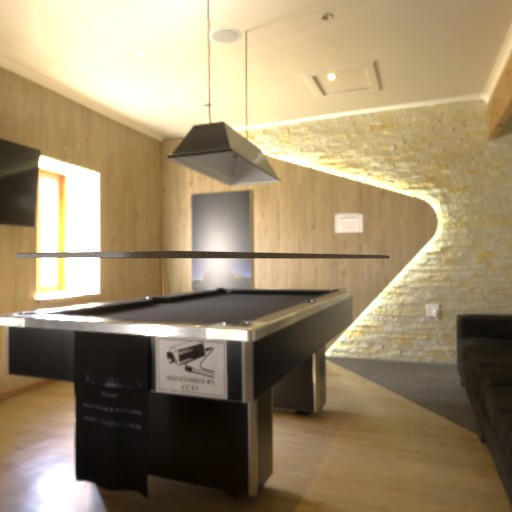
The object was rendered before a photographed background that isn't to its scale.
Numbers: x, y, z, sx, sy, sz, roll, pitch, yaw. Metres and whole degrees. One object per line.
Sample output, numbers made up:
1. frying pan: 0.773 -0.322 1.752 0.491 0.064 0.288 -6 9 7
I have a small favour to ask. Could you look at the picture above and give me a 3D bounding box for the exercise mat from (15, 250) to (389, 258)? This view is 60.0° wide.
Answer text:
1. exercise mat: 0.000 0.000 2.015 0.616 0.021 1.884 0 0 36
